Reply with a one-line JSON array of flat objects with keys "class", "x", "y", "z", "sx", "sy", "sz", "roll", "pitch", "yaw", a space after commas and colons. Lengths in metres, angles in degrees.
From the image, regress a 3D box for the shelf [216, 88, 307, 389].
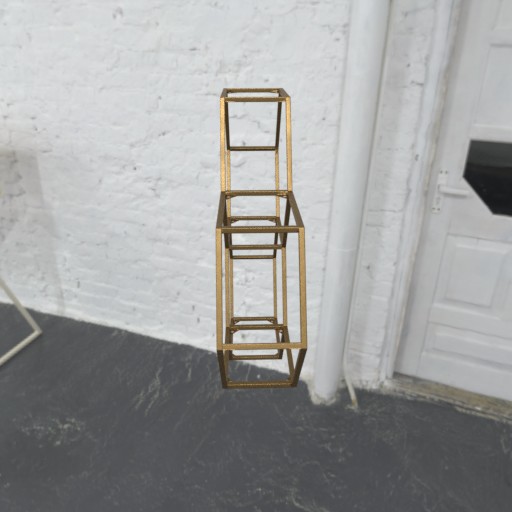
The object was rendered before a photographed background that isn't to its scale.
[{"class": "shelf", "x": 0.000, "y": 0.000, "z": 1.050, "sx": 0.150, "sy": 0.701, "sz": 0.708, "roll": -1, "pitch": 26, "yaw": -1}]
